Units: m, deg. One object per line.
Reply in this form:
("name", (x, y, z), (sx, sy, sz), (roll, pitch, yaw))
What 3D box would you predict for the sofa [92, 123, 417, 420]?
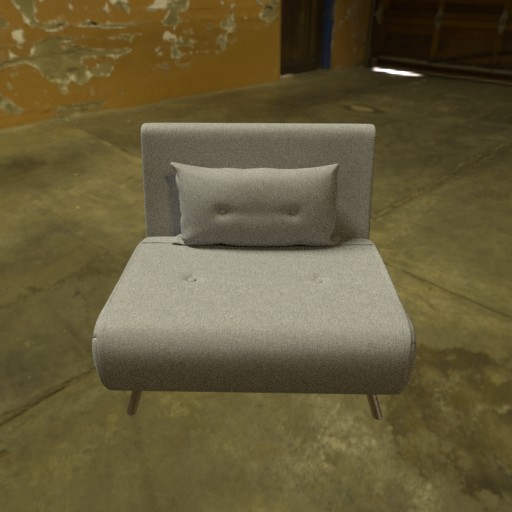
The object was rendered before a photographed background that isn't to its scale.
("sofa", (0.000, 0.000, 1.736), (1.020, 0.825, 1.000), (1, 30, 1))
